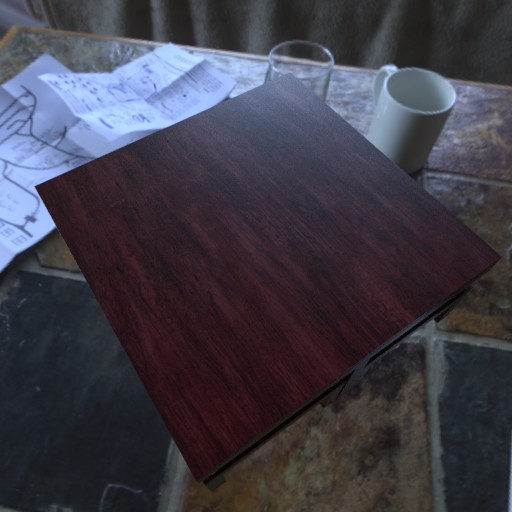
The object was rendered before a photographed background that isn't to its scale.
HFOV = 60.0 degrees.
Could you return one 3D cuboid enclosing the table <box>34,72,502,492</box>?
[{"bbox_3d":[0.000,0.000,1.293,0.865,0.356,0.865,-30,63,-17],"label":"table"}]
